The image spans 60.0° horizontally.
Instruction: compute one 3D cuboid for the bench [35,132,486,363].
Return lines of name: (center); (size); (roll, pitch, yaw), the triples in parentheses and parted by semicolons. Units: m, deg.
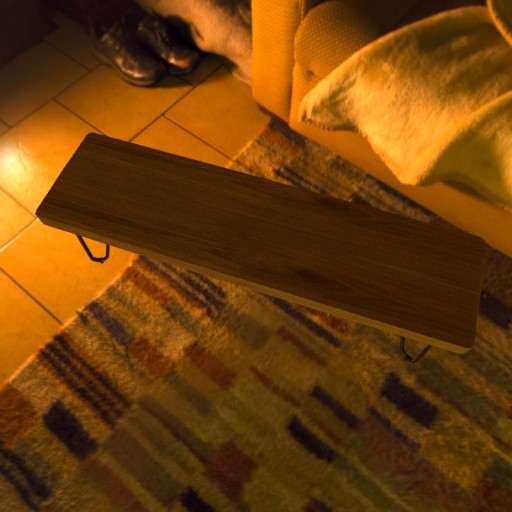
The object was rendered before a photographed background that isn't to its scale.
bench: (0.000, 0.000, 1.786); (1.570, 0.462, 0.425); (17, 64, 8)
